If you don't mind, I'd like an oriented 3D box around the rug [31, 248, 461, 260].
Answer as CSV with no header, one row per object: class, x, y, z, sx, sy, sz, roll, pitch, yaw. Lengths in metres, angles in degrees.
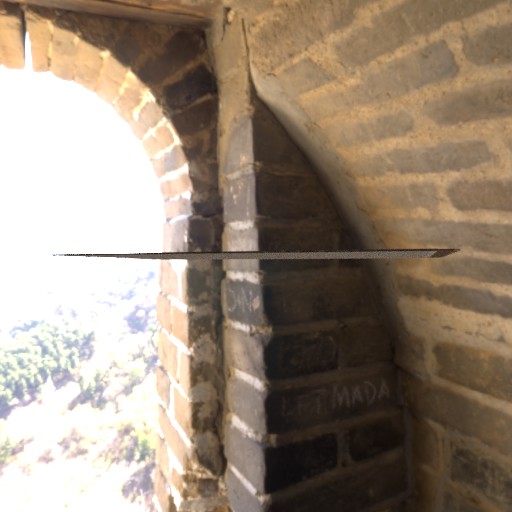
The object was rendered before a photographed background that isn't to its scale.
rug,0.000,0.000,2.513,2.029,0.010,1.237,-1,-2,20
